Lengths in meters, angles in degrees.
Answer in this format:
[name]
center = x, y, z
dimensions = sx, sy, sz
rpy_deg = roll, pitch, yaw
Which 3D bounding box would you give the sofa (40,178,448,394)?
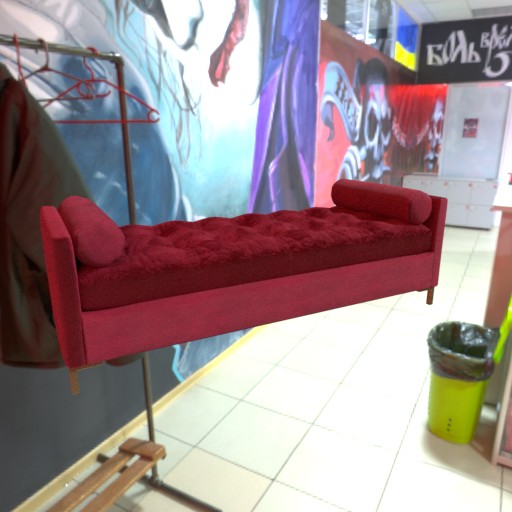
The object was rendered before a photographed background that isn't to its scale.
[sofa]
center = 0.000, 0.000, 2.465
dimensions = 2.102, 0.705, 0.796
rpy_deg = -8, 18, -26
